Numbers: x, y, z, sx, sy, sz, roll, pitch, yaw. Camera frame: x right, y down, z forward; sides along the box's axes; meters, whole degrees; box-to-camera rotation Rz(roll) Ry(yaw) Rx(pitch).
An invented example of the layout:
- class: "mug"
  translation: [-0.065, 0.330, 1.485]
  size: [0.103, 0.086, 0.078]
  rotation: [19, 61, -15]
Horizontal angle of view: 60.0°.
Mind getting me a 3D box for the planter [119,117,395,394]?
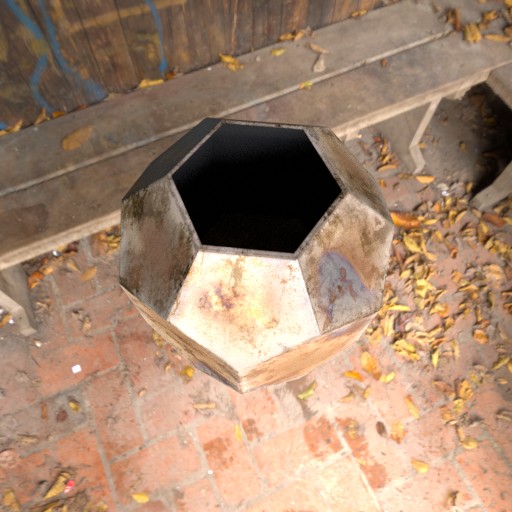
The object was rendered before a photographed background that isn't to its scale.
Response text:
- class: "planter"
  translation: [0.000, 0.000, 0.426]
  size: [0.243, 0.238, 0.221]
  rotation: [33, 68, 15]
